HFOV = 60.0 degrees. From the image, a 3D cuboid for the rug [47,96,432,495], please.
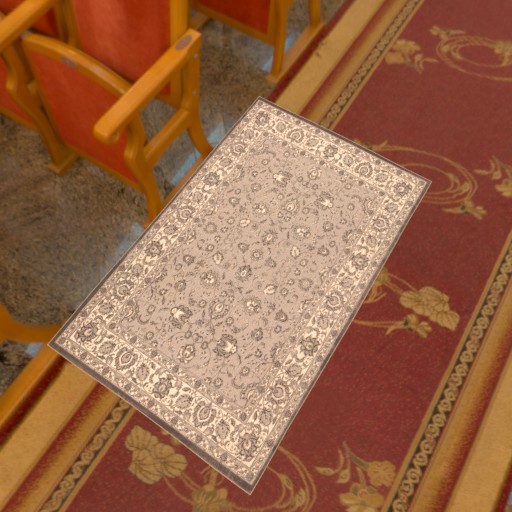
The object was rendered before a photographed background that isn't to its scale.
[{"bbox_3d":[0.000,0.000,3.012,1.524,0.011,2.438,31,69,13],"label":"rug"}]
